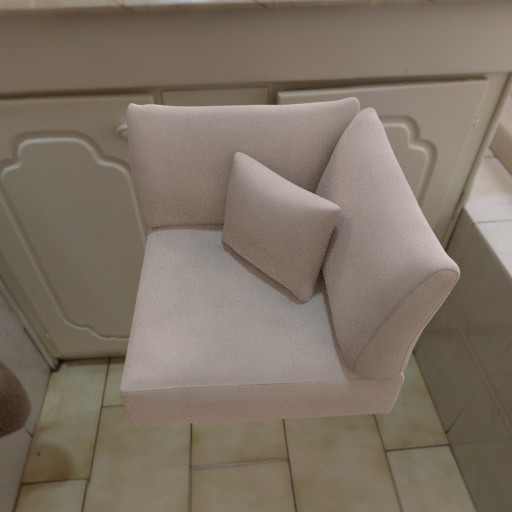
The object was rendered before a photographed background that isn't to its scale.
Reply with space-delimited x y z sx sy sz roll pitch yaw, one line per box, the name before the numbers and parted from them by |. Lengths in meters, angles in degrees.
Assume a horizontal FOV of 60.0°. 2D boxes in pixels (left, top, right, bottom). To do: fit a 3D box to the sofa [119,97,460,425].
sofa | 0.000 0.000 1.711 1.000 0.820 1.000 -2 45 -2
